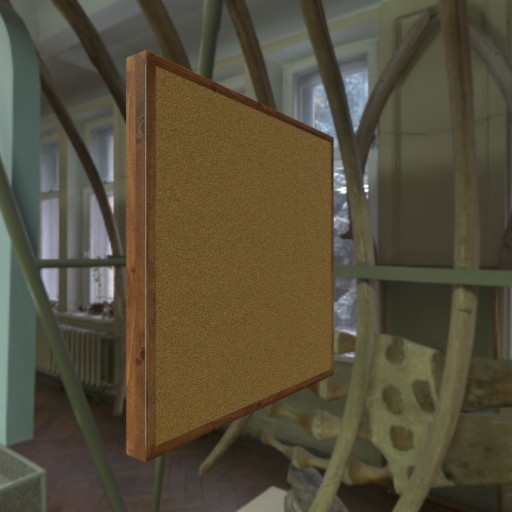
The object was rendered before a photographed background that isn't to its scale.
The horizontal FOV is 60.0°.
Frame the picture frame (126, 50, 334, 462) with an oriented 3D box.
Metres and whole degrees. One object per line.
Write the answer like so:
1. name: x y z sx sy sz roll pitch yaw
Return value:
1. picture frame: 0.000 0.000 0.530 0.028 0.356 0.352 0 0 37
